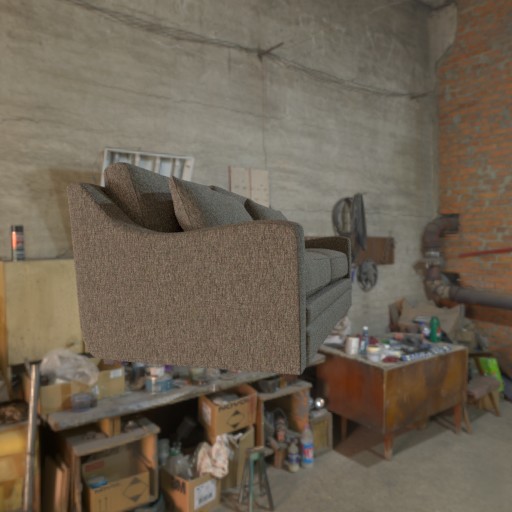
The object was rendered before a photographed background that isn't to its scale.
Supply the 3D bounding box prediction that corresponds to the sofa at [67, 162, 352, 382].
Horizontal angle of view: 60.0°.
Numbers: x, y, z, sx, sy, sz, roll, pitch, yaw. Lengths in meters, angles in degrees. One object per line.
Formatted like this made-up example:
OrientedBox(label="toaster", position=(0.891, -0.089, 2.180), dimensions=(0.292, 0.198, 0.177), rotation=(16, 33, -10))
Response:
OrientedBox(label="sofa", position=(0.000, 0.000, 3.011), dimensions=(1.103, 0.998, 2.418), rotation=(0, 1, 17))
